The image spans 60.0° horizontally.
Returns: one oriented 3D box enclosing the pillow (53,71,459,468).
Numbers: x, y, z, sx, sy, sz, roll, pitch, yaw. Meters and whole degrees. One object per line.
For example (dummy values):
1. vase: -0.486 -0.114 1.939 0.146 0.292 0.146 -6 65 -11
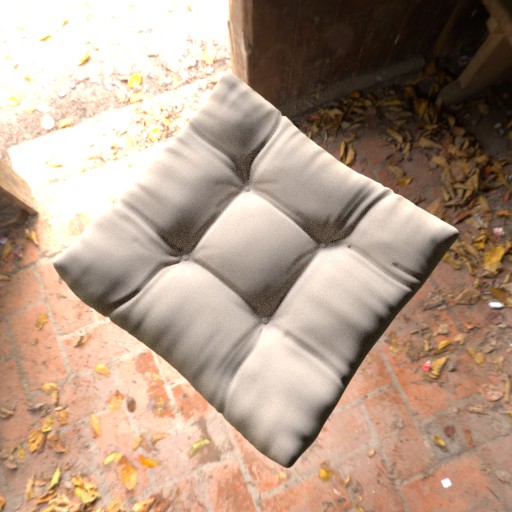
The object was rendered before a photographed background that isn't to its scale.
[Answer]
1. pillow: 0.000 0.000 0.738 0.490 0.128 0.468 37 79 9
